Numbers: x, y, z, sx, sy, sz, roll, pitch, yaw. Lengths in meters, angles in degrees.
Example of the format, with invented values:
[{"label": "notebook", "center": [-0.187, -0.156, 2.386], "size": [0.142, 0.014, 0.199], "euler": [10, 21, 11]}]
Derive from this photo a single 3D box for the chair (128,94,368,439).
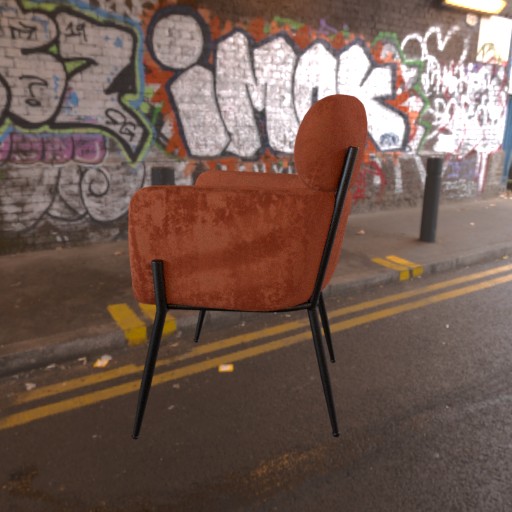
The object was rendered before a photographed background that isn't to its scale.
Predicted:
[{"label": "chair", "center": [0.000, 0.000, 1.161], "size": [0.523, 0.772, 0.561], "euler": [2, 15, 8]}]
